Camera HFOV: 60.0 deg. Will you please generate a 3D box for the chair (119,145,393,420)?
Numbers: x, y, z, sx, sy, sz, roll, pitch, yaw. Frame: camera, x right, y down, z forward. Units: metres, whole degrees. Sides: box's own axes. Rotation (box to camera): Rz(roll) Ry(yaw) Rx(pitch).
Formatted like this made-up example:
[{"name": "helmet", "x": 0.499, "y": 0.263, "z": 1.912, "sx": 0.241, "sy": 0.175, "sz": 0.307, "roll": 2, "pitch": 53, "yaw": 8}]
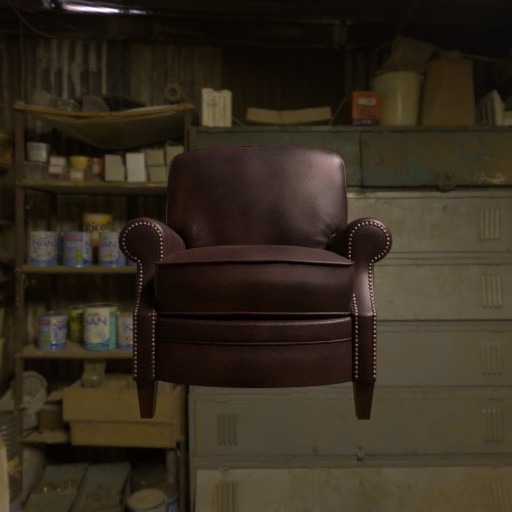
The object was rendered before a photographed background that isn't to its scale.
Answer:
[{"name": "chair", "x": 0.000, "y": 0.000, "z": 1.774, "sx": 0.936, "sy": 1.018, "sz": 0.986, "roll": 0, "pitch": 2, "yaw": 1}]
